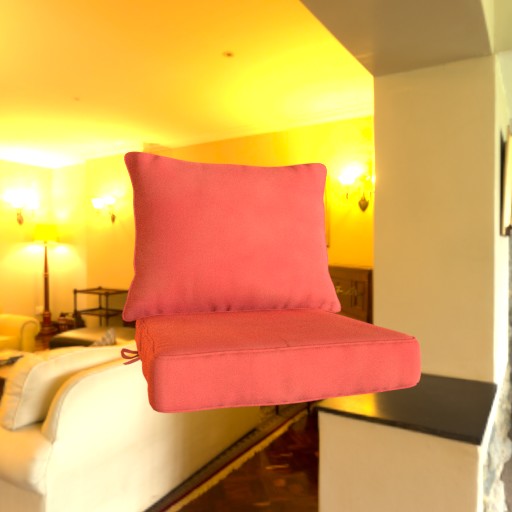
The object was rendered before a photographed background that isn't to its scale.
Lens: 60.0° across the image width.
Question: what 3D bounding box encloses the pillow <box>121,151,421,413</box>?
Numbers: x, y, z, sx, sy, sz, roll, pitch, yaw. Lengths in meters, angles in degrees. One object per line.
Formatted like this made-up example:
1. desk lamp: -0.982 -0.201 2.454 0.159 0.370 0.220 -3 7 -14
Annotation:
1. pillow: 0.000 0.000 1.369 0.798 0.725 0.733 0 1 -17
